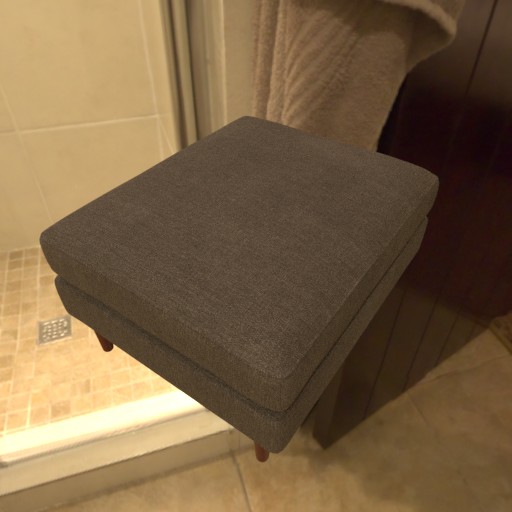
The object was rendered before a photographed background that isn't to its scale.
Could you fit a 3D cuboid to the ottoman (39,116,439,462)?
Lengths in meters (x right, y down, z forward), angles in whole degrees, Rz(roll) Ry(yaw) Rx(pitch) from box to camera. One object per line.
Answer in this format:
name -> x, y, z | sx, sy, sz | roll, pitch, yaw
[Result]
ottoman -> 0.000, 0.000, 1.234 | 0.693, 0.474, 0.821 | 25, 47, 26
